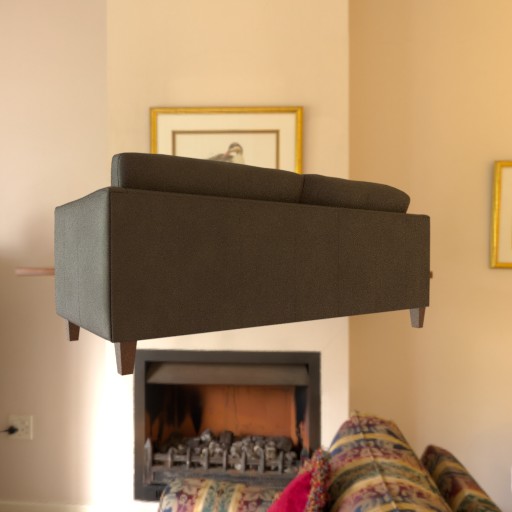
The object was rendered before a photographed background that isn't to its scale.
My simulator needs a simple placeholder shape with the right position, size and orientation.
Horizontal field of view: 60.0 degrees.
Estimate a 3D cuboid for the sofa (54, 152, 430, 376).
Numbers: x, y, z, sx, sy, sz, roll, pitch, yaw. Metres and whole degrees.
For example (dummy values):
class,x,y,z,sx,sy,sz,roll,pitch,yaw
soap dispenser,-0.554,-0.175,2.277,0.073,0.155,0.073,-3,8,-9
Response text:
class,x,y,z,sx,sy,sz,roll,pitch,yaw
sofa,0.000,0.000,2.494,1.971,0.863,0.933,0,0,-36
